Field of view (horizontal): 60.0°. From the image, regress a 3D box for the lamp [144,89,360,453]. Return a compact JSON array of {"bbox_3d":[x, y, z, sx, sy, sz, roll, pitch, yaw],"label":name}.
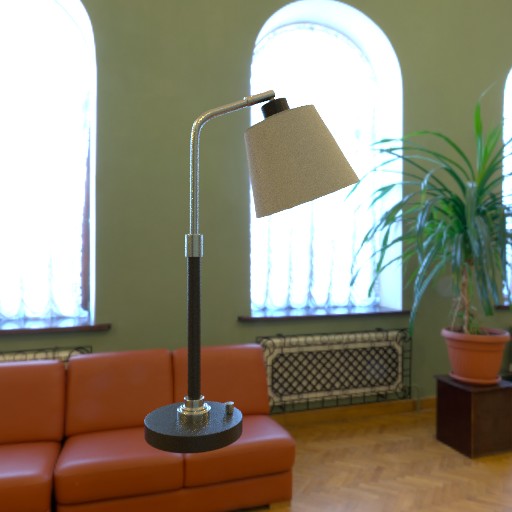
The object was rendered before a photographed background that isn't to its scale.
[{"bbox_3d":[0.000,0.000,0.709,0.348,0.539,0.181,0,0,-19],"label":"lamp"}]
